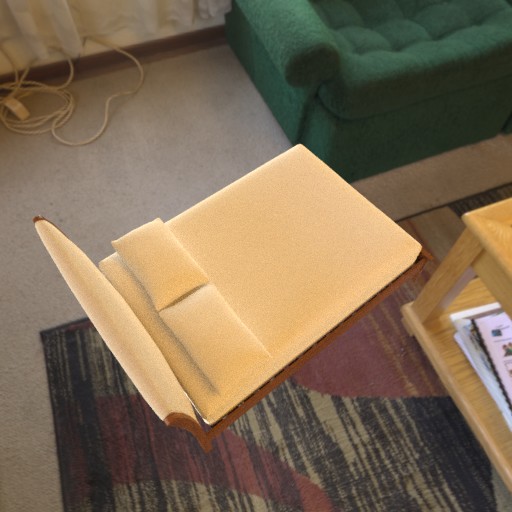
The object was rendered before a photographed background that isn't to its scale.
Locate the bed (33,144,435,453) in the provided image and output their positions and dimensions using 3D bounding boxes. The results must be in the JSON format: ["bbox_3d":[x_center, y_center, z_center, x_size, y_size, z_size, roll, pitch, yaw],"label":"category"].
[{"bbox_3d":[0.000,0.000,3.327,2.380,1.250,1.612,-34,64,-19],"label":"bed"}]
